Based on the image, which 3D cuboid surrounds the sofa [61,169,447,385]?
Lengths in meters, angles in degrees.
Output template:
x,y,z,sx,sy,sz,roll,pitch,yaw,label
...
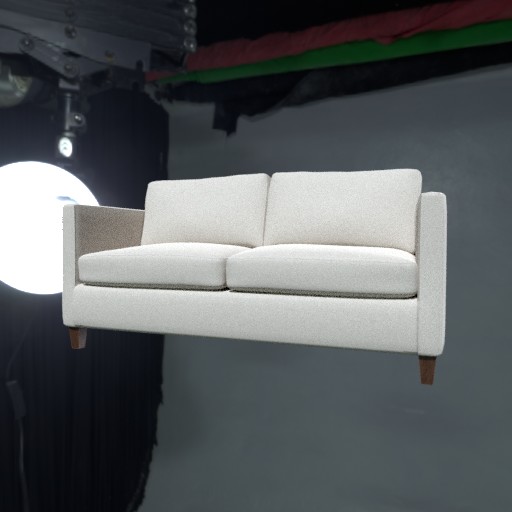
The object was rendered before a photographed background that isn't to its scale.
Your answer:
x,y,z,sx,sy,sz,roll,pitch,yaw,label
0.000,0.000,2.232,1.722,0.888,0.873,1,3,19,sofa
